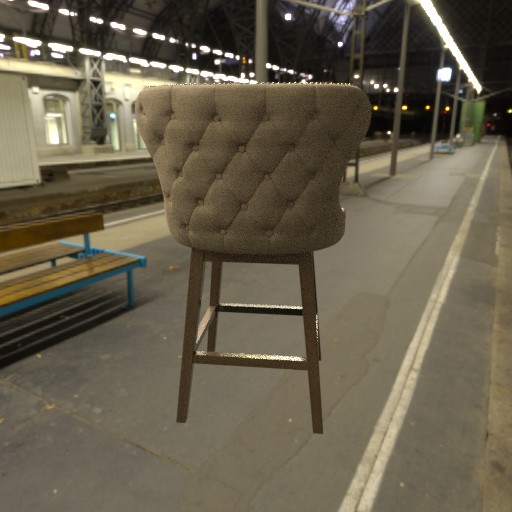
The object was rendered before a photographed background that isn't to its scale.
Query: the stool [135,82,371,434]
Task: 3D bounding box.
[{"bbox_3d":[0.000,0.000,1.388,0.615,0.972,0.597,2,16,7],"label":"stool"}]
